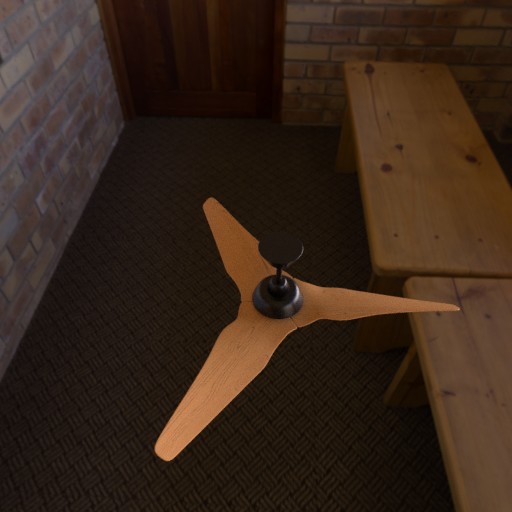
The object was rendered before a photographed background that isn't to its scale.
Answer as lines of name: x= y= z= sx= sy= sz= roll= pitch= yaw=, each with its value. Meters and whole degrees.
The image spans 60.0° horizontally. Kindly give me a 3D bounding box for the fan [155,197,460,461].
fan: x=0.000 y=0.000 z=1.639 sx=1.142 sy=0.355 sz=1.010 roll=-22 pitch=50 yaw=-20
